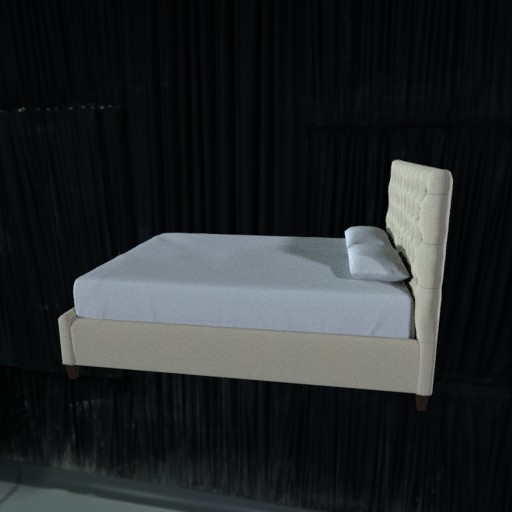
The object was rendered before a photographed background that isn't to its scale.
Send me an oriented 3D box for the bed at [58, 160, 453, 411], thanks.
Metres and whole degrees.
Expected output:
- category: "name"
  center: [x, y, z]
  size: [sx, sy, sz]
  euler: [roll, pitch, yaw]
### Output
- category: "bed"
  center: [0.000, 0.000, 3.456]
  size: [2.387, 1.427, 1.698]
  euler: [2, 14, 9]
